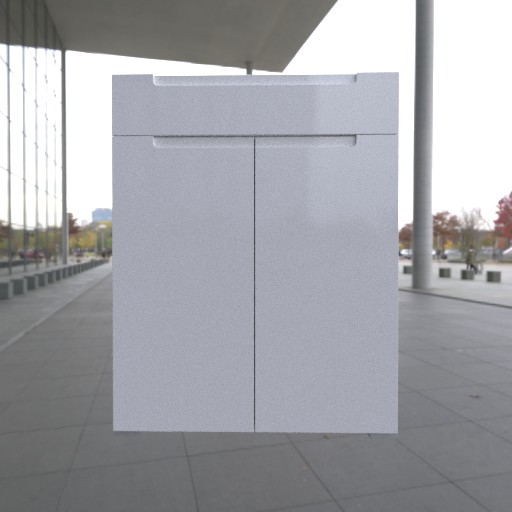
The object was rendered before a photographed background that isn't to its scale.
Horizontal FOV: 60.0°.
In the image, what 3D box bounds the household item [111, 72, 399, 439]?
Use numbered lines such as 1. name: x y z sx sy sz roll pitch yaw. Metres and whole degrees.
1. household item: 0.000 0.000 1.427 0.790 1.010 0.420 0 1 1
